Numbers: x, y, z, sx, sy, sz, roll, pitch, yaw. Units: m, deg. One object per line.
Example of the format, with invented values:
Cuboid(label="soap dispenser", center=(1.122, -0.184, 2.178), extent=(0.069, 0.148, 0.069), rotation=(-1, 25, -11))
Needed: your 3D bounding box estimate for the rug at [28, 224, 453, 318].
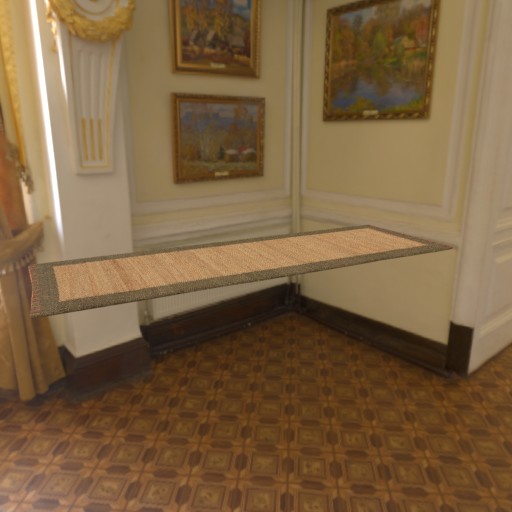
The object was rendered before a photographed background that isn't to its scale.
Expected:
Cuboid(label="rug", center=(0.000, 0.000, 2.625), extent=(2.413, 0.016, 0.810), rotation=(-8, 17, -26))
